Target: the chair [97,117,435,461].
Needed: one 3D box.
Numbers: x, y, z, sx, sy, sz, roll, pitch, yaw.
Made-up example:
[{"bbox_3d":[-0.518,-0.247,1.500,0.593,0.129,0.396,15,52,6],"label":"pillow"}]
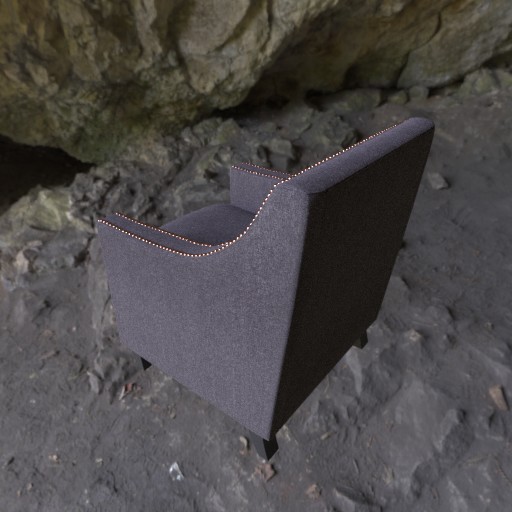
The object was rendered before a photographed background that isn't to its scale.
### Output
[{"bbox_3d":[0.000,0.000,1.614,0.884,0.967,0.776,22,37,32],"label":"chair"}]
